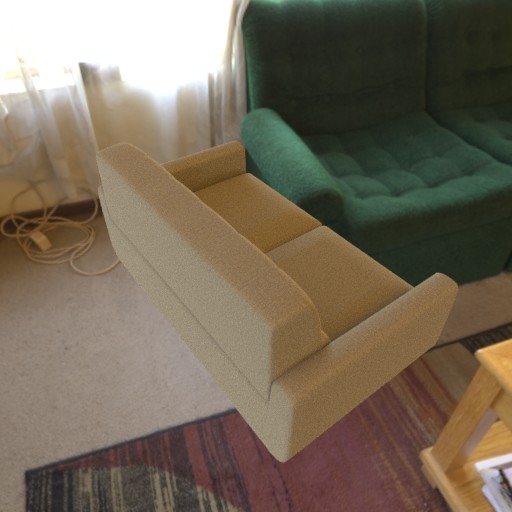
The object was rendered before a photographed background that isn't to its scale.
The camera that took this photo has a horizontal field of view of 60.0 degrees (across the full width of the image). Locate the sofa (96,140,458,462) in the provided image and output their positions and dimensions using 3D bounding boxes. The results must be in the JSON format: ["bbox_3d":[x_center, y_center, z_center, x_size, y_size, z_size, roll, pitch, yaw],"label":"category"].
[{"bbox_3d":[0.000,0.000,2.245,0.952,0.925,1.651,-26,48,-27],"label":"sofa"}]
